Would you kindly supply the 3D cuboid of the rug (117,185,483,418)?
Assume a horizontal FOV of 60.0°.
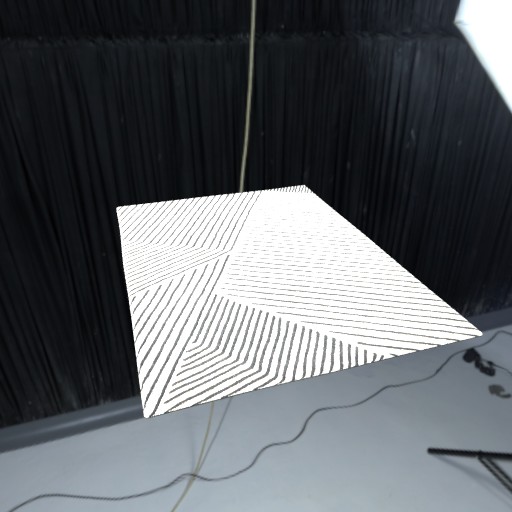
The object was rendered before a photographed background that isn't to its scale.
[{"bbox_3d":[0.000,0.000,3.195,1.829,0.028,2.449,-9,31,-16],"label":"rug"}]
